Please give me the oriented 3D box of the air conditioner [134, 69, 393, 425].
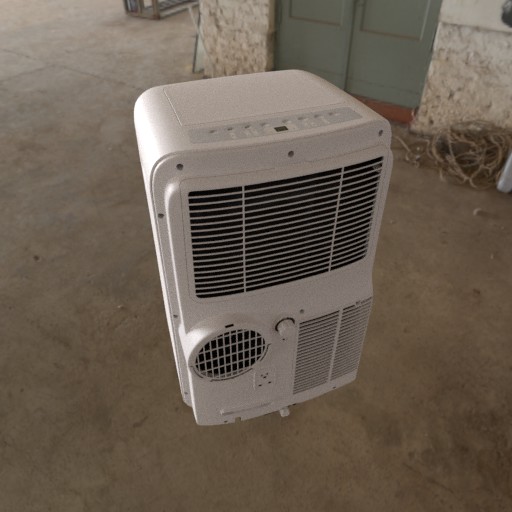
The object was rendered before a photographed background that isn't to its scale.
[{"bbox_3d":[0.000,0.000,1.064,0.478,0.765,0.467,-13,43,-14],"label":"air conditioner"}]
